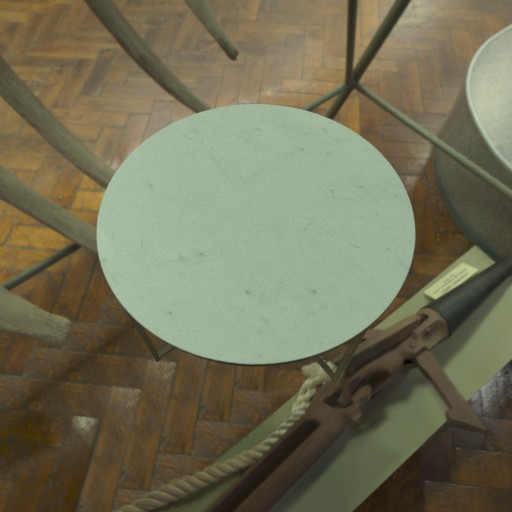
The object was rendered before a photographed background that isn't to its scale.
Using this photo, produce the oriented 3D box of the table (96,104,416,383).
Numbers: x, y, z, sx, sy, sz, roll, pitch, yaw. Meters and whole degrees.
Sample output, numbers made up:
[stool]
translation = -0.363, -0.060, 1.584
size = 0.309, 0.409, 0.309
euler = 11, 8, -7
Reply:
[table]
translation = 0.000, 0.000, 1.321
size = 0.800, 0.450, 0.800
euler = 0, 59, 0
